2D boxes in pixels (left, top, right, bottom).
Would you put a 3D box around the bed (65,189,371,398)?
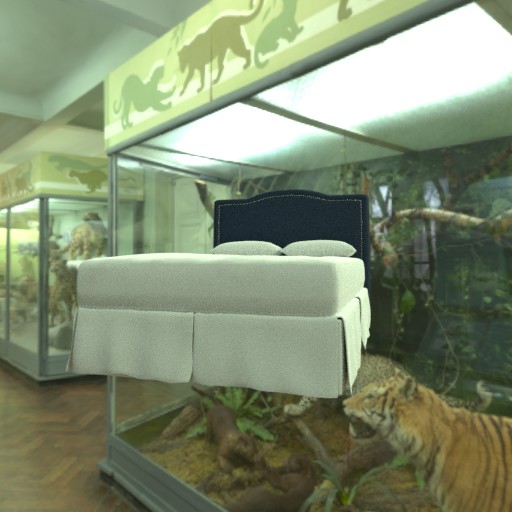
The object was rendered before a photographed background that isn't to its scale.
[{"bbox_3d":[0.000,0.000,3.607,1.741,1.441,2.507,0,0,17],"label":"bed"}]
